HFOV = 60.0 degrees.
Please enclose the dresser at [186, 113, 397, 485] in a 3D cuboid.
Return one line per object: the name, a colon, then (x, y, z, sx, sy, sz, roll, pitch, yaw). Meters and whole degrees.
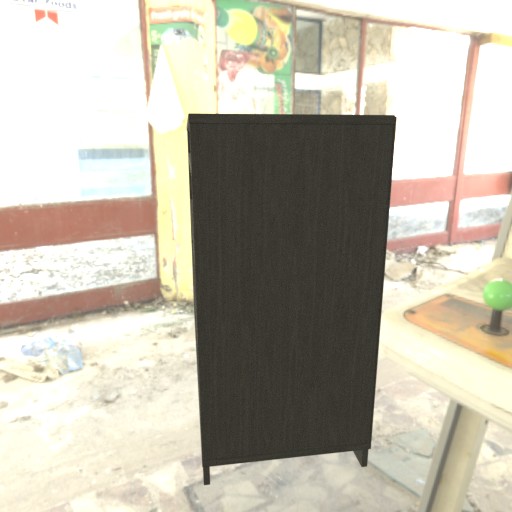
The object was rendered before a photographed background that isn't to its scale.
dresser: (0.000, 0.000, 1.416, 0.404, 0.816, 0.994, -2, 15, -9)
